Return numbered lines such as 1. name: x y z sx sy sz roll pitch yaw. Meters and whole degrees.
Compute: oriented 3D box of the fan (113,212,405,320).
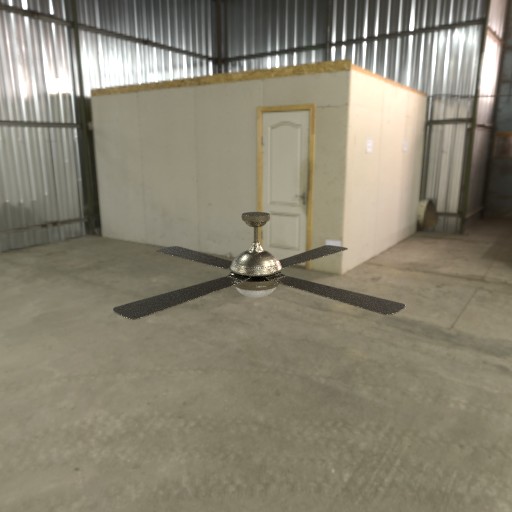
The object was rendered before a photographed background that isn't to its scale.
1. fan: 0.000 0.000 1.996 1.321 0.381 1.321 -7 16 -26
